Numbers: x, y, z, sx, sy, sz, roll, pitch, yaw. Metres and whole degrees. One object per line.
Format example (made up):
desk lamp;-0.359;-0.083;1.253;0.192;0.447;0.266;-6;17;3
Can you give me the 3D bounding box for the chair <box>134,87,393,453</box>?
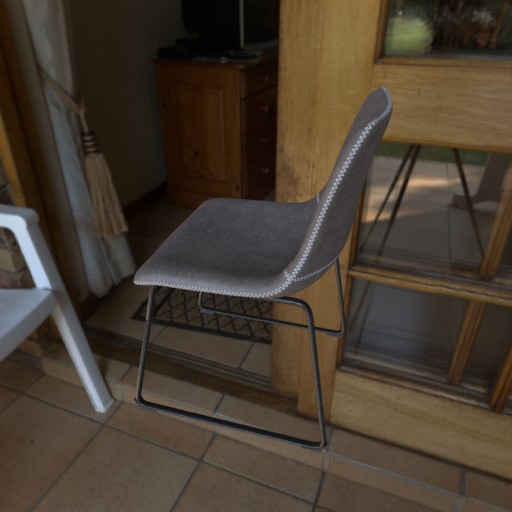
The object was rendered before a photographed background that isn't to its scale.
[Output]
chair;0.000;0.000;1.113;0.550;0.780;0.460;8;31;14
